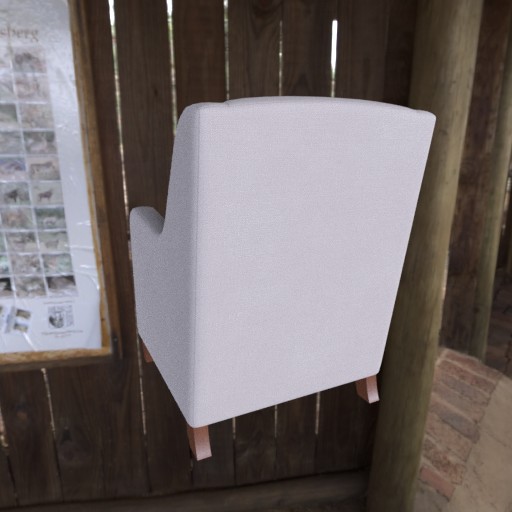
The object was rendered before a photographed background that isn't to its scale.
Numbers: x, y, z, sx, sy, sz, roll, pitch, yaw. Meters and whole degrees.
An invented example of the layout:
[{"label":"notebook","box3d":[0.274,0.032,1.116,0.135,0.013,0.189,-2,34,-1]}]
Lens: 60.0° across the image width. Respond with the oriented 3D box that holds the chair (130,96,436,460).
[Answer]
[{"label":"chair","box3d":[0.000,0.000,1.570,0.715,1.010,0.863,-7,17,-26]}]
